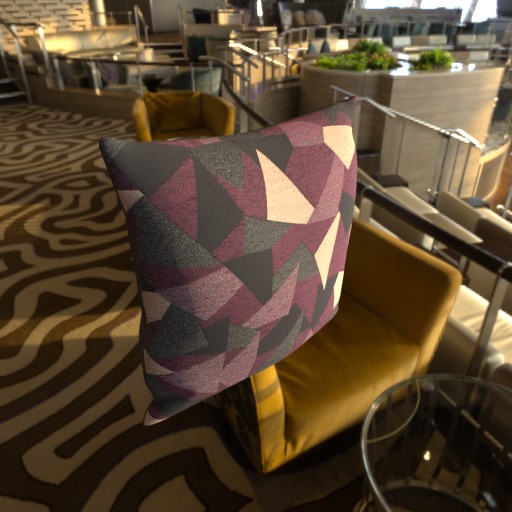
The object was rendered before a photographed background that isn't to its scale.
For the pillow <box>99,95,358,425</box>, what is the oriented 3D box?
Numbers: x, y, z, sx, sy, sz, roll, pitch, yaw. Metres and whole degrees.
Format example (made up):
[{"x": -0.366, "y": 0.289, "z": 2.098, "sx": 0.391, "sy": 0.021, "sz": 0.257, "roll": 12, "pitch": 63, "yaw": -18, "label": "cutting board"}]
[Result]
[{"x": 0.000, "y": 0.000, "z": 0.780, "sx": 0.503, "sy": 0.496, "sz": 0.208, "roll": -23, "pitch": 37, "yaw": -34, "label": "pillow"}]
